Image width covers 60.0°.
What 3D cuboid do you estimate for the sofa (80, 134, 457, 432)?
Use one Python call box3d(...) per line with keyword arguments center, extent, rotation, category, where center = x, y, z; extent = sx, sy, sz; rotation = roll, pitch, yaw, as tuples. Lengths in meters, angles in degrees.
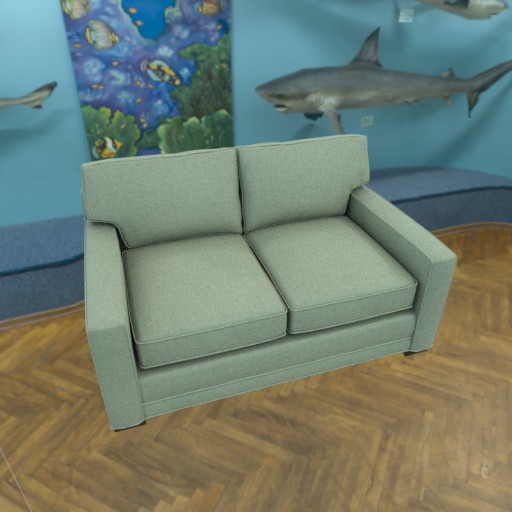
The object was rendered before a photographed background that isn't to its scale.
box3d(center=(0.000, 0.000, 2.073), extent=(1.484, 0.853, 0.940), rotation=(-10, 34, -15), category="sofa")
